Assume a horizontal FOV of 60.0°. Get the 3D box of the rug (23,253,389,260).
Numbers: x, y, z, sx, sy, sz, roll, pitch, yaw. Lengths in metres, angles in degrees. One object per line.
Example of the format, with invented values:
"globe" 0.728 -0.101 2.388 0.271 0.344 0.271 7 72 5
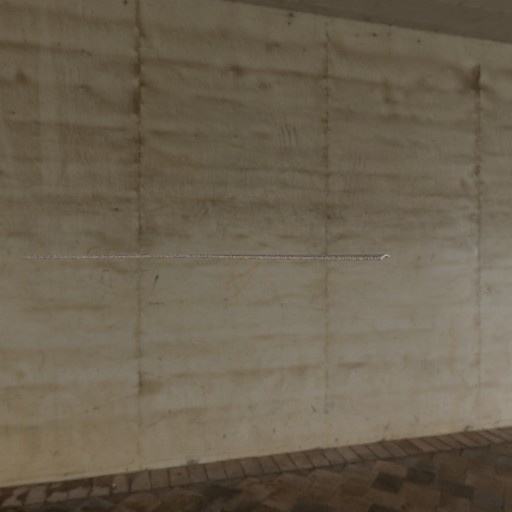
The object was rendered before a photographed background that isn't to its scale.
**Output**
"rug" 0.000 0.000 5.042 2.873 0.053 3.778 0 0 18
